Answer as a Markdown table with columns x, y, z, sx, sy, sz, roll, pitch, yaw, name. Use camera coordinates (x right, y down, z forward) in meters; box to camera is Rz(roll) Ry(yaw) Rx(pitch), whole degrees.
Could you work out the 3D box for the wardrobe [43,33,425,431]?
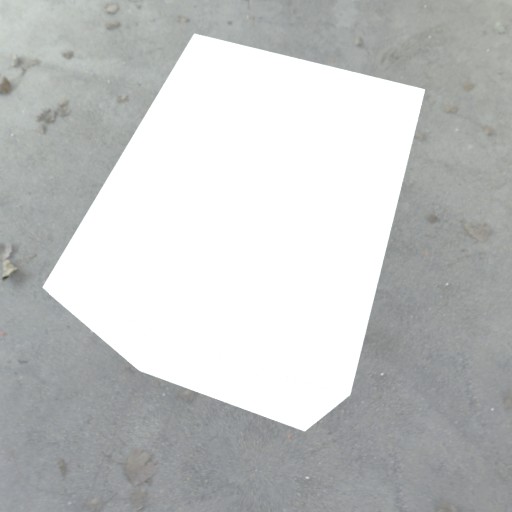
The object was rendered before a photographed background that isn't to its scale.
| x | y | z | sx | sy | sz | roll | pitch | yaw | name |
| --- | --- | --- | --- | --- | --- | --- | --- | --- | --- |
| 0.000 | 0.000 | 0.868 | 0.400 | 0.520 | 0.500 | 17 | 65 | 8 | wardrobe |
